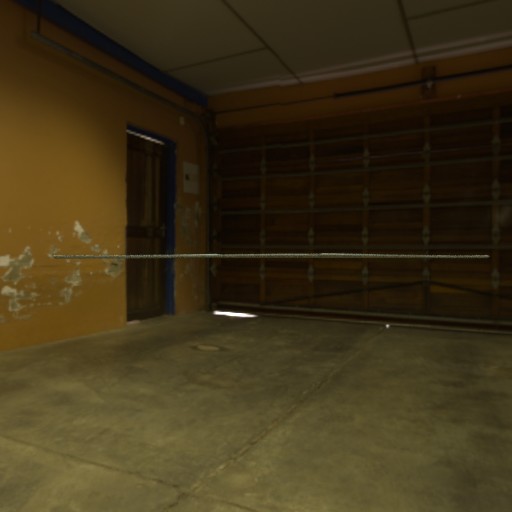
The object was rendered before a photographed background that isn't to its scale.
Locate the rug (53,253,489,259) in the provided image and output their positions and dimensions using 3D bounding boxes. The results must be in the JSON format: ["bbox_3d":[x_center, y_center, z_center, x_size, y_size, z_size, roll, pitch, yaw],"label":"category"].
[{"bbox_3d":[0.000,0.000,2.960,2.306,0.030,1.613,0,0,-18],"label":"rug"}]
